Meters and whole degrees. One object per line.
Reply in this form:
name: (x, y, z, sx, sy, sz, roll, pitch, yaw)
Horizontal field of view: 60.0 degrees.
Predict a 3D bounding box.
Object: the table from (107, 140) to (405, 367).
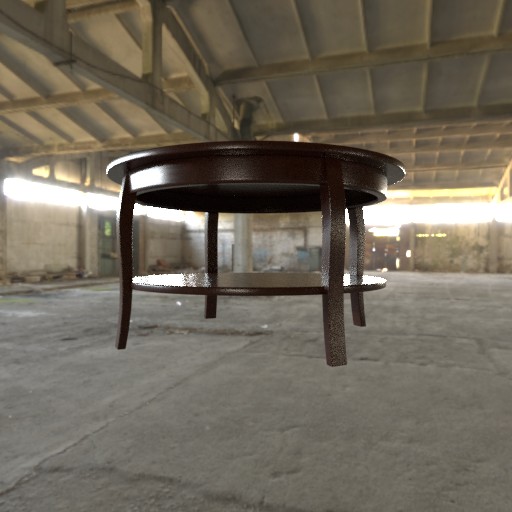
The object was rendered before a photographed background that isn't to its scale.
table: (0.000, 0.000, 1.427, 0.911, 0.512, 0.911, 0, 0, 0)
